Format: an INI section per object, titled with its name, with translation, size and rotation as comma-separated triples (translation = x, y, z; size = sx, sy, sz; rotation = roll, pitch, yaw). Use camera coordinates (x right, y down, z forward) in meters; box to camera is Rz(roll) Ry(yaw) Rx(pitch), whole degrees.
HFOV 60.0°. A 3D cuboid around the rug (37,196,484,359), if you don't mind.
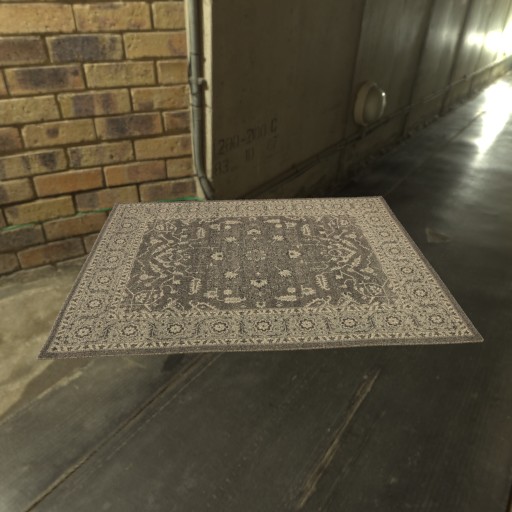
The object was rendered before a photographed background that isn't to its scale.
[rug]
translation = 0.000, 0.000, 4.051
size = 3.069, 0.026, 2.451
rotation = -2, 32, -3
